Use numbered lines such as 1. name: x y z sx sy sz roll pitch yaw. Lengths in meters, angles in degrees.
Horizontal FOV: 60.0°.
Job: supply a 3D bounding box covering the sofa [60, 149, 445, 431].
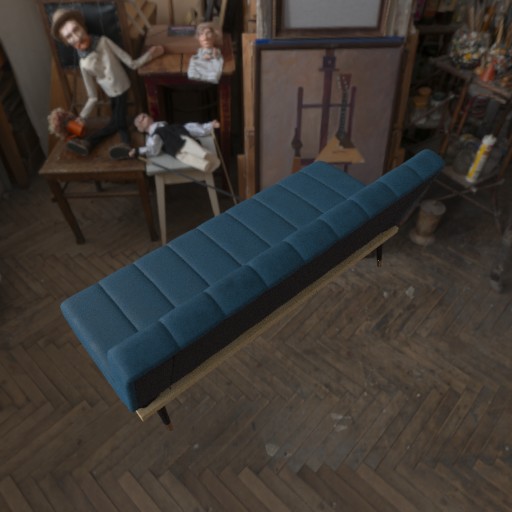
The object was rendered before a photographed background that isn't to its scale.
1. sofa: 0.000 0.000 2.285 1.810 0.825 0.830 -32 55 -27
